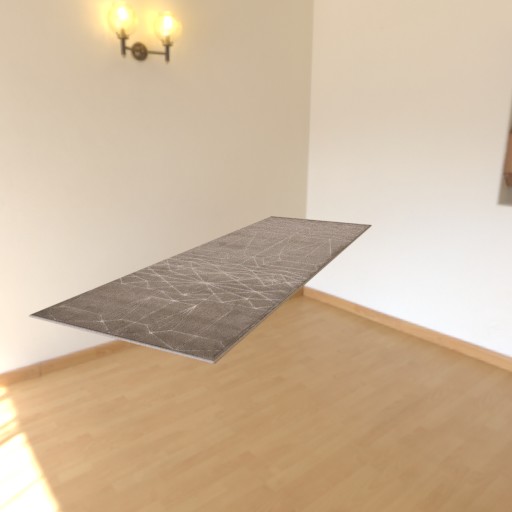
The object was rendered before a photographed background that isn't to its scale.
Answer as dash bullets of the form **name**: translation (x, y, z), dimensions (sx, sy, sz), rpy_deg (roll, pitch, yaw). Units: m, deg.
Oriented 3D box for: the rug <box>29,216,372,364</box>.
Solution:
- **rug**: translation (0.000, 0.000, 2.626), dimensions (0.864, 0.012, 2.388), rpy_deg (7, 17, 25)
